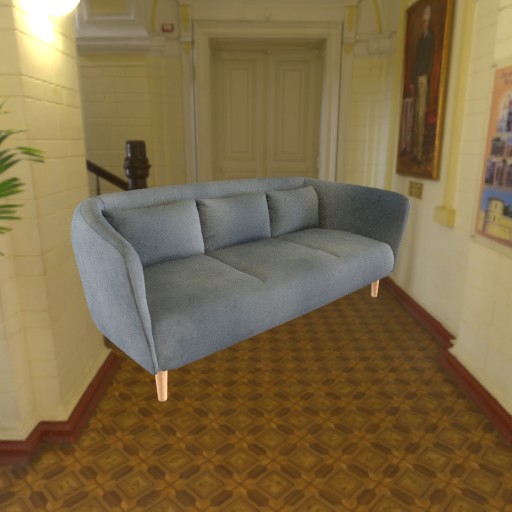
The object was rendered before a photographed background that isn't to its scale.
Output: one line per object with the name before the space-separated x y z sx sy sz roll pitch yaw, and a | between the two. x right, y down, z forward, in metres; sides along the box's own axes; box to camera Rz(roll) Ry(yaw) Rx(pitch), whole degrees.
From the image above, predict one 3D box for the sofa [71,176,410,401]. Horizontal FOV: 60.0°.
sofa | 0.000 0.000 2.523 0.849 0.795 2.095 14 20 42
